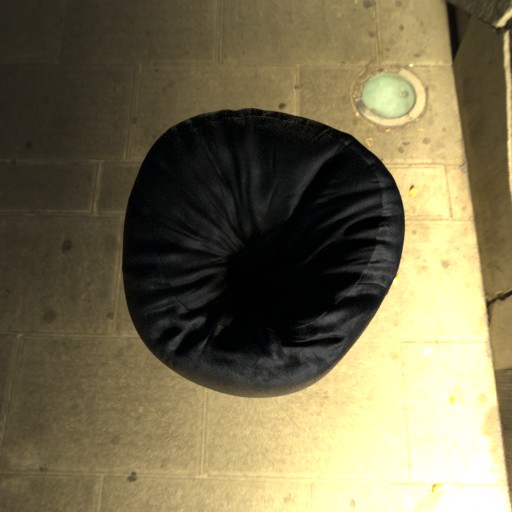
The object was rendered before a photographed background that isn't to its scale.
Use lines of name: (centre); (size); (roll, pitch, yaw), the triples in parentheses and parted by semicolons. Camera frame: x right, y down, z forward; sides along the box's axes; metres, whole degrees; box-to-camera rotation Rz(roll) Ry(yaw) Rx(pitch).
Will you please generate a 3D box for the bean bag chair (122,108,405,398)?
bean bag chair: (0.000, 0.000, 2.500); (1.524, 0.878, 1.524); (15, 75, 4)
